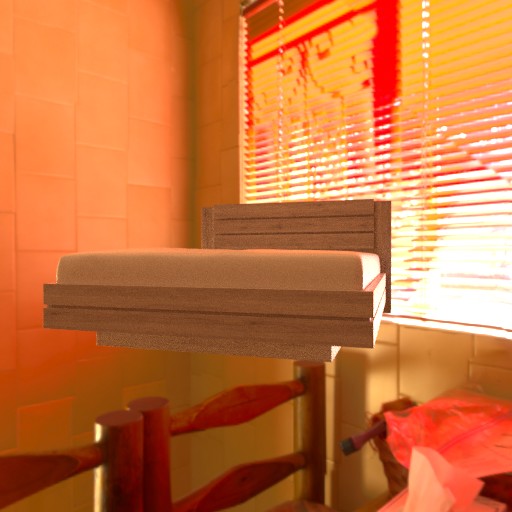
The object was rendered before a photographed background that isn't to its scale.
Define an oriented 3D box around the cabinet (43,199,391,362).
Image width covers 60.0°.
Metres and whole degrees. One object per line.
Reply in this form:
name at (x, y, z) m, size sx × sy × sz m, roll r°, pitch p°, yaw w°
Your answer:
cabinet at (0.000, 0.000, 3.035) m, size 1.750 × 0.970 × 2.080 m, roll 0°, pitch 0°, yaw 18°
